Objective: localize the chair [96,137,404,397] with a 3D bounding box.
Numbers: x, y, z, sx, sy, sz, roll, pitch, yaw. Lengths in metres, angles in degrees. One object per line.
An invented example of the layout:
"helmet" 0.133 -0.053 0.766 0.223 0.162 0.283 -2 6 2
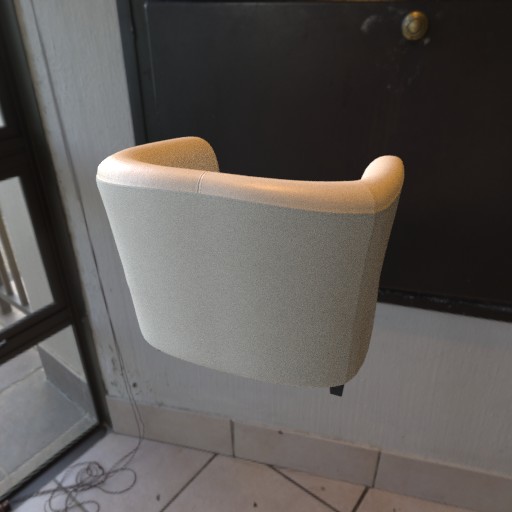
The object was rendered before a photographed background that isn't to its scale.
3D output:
"chair" 0.000 0.000 1.383 0.792 0.756 0.727 10 31 16
